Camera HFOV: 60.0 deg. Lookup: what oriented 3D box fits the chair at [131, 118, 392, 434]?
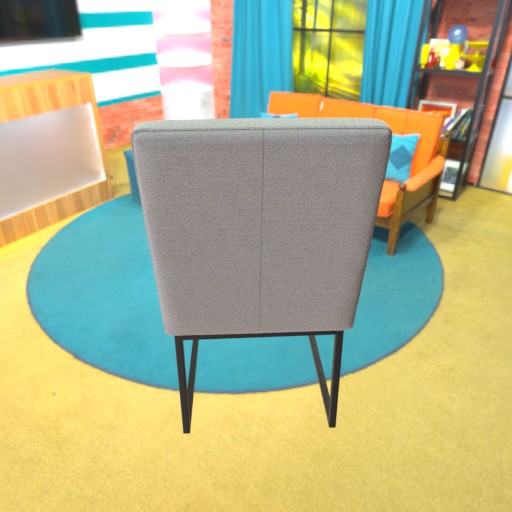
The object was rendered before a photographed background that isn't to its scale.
[{"bbox_3d":[0.000,0.000,1.330,0.520,0.930,0.634,-1,30,-2],"label":"chair"}]
